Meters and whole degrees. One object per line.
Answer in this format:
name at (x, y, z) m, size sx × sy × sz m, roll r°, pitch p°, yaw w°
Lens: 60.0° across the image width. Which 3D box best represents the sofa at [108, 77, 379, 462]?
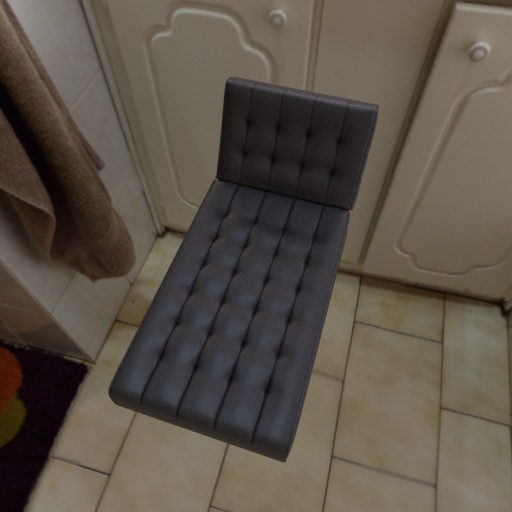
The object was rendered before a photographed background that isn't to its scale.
sofa at (0.000, 0.000, 2.051) m, size 0.760 × 0.820 × 1.560 m, roll 15°, pitch 57°, yaw 10°
